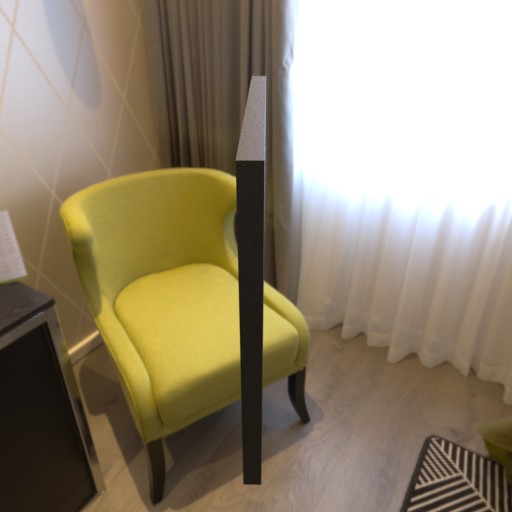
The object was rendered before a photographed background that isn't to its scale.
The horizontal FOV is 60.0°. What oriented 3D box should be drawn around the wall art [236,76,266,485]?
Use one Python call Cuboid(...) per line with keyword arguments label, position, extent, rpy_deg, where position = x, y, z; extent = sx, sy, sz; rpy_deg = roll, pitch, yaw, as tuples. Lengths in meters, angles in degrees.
Cuboid(label="wall art", position=(0.000, 0.000, 1.155), extent=(0.042, 0.766, 0.769), rpy_deg=(1, 30, 1))
